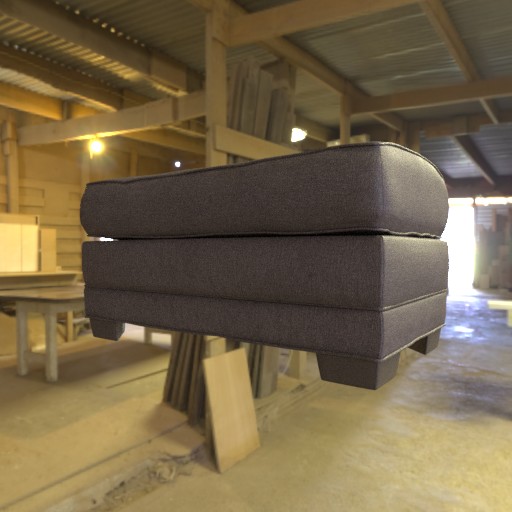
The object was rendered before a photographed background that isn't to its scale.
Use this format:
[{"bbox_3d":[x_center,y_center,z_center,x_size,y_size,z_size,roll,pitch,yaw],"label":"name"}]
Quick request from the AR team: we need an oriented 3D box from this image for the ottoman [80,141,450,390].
[{"bbox_3d":[0.000,0.000,1.148,0.864,0.448,0.490,1,1,36],"label":"ottoman"}]
